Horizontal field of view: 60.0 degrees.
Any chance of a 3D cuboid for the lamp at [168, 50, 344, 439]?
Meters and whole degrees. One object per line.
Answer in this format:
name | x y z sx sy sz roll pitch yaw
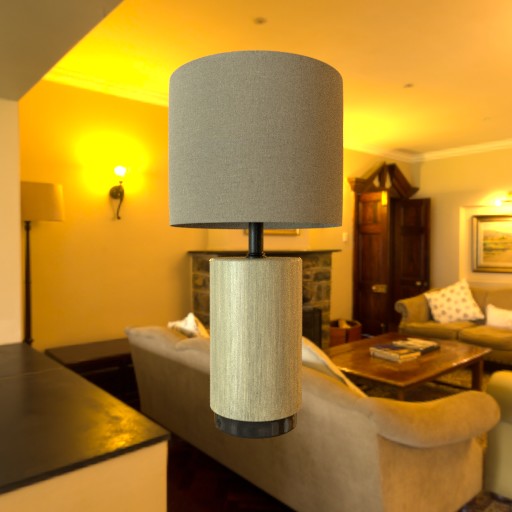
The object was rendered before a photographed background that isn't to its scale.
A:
lamp | 0.000 0.000 0.591 0.228 0.444 0.228 0 1 0
